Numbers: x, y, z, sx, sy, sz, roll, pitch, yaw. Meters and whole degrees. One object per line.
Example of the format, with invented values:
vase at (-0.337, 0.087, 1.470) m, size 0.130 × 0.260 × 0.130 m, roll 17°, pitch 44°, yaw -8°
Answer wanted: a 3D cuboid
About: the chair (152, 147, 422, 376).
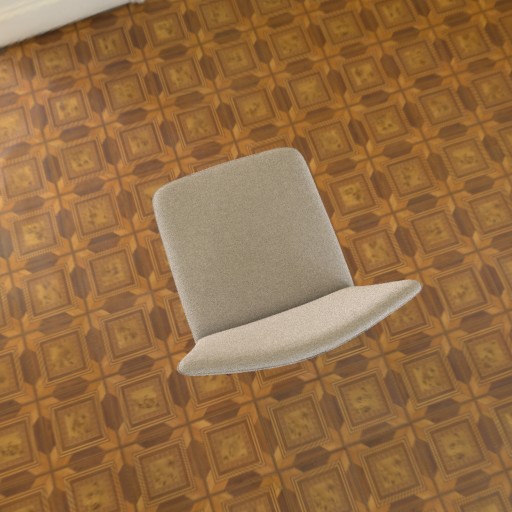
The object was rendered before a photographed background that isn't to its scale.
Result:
chair at (0.000, 0.000, 1.179) m, size 0.456 × 0.859 × 0.570 m, roll -19°, pitch 77°, yaw -4°
